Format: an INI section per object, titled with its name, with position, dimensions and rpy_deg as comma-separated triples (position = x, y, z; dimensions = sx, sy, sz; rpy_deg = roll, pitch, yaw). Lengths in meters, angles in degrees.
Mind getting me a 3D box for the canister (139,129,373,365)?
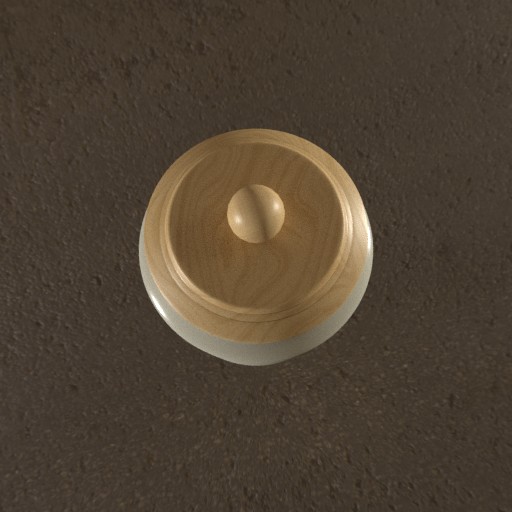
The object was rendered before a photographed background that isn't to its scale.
[canister]
position = 0.000, 0.000, 0.274
dimensions = 0.130, 0.176, 0.130
rpy_deg = 0, 75, 0
